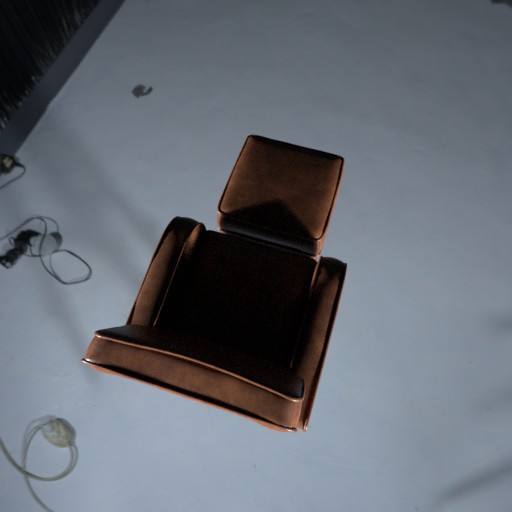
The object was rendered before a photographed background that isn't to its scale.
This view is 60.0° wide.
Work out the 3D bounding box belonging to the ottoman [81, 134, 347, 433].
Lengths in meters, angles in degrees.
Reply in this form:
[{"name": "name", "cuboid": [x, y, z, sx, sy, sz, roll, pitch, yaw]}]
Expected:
[{"name": "ottoman", "cuboid": [0.000, 0.000, 1.832, 0.732, 0.904, 1.314, 16, 65, 8]}]
